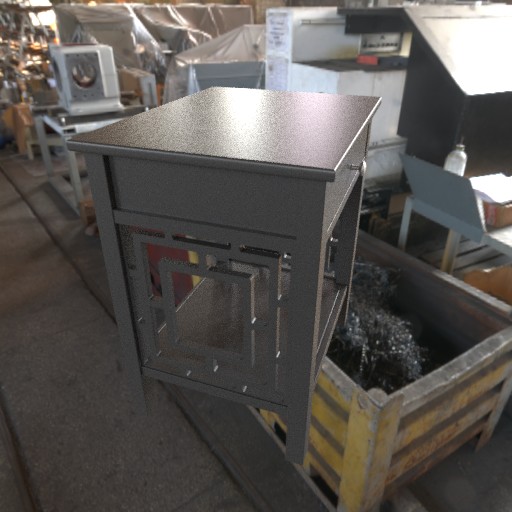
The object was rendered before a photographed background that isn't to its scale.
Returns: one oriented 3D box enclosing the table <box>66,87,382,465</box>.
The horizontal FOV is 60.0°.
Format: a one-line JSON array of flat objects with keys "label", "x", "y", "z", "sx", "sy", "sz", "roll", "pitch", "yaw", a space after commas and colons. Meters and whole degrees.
[{"label": "table", "x": 0.000, "y": 0.000, "z": 1.039, "sx": 0.451, "sy": 0.646, "sz": 0.564, "roll": 10, "pitch": 31, "yaw": 17}]
